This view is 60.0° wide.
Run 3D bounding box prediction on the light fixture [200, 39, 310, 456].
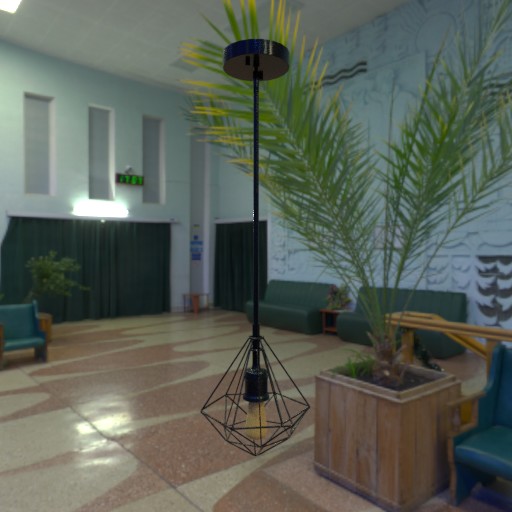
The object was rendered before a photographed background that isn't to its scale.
[{"bbox_3d":[0.000,0.000,1.950,0.431,1.764,0.487,0,0,-37],"label":"light fixture"}]
